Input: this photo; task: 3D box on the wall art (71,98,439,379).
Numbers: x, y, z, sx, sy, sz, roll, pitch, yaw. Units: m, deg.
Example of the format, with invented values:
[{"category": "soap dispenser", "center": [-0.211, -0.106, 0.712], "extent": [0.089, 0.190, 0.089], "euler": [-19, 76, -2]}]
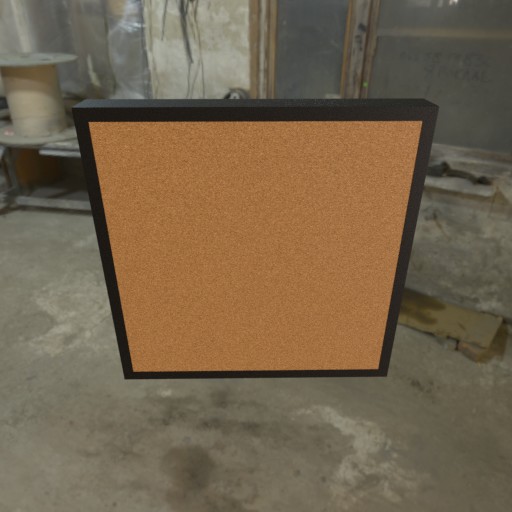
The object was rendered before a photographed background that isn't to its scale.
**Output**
[{"category": "wall art", "center": [0.000, 0.000, 0.457], "extent": [0.305, 0.304, 0.038], "euler": [0, 29, -1]}]
